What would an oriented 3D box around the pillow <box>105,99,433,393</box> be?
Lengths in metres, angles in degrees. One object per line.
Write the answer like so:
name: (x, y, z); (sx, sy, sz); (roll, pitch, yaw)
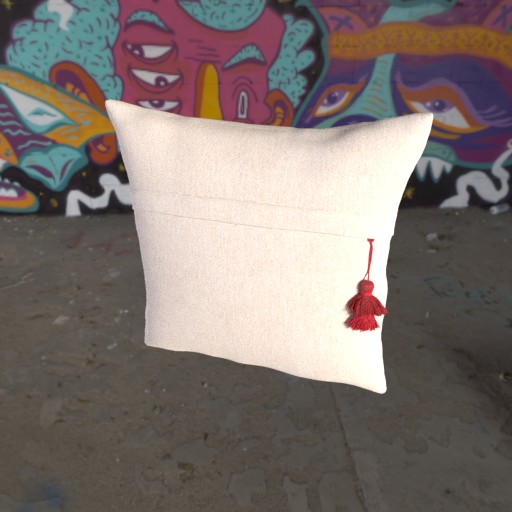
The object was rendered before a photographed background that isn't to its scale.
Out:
pillow: (0.000, 0.000, 0.669); (0.433, 0.436, 0.173); (7, 27, 15)
